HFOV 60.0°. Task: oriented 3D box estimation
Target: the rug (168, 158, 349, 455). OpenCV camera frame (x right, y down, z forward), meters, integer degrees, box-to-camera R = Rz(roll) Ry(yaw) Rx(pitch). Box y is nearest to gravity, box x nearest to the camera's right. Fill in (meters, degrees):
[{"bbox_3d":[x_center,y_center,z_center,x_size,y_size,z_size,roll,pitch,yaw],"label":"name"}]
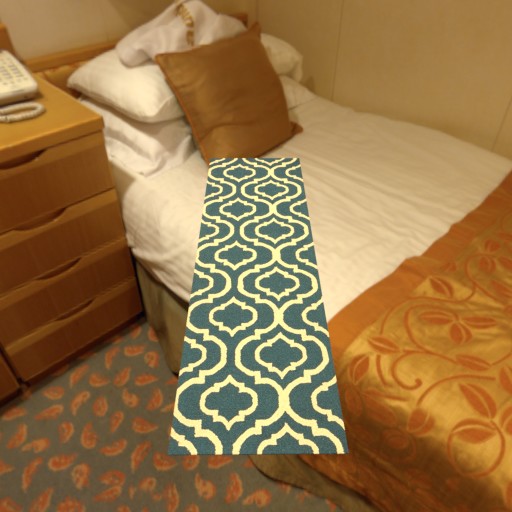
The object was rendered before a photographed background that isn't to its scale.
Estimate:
[{"bbox_3d":[0.000,0.000,2.547,0.685,0.006,2.296,0,41,0],"label":"rug"}]
